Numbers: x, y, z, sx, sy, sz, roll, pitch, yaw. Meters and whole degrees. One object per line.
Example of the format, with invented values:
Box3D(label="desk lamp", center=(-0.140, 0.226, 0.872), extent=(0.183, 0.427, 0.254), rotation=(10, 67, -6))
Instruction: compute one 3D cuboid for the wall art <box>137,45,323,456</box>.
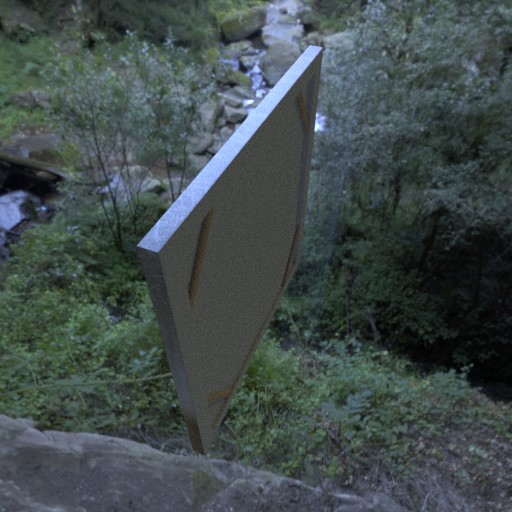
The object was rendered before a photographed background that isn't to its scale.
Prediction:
Box3D(label="wall art", center=(0.000, 0.000, 1.614), extent=(0.051, 1.091, 1.092), rotation=(17, 49, 16))
